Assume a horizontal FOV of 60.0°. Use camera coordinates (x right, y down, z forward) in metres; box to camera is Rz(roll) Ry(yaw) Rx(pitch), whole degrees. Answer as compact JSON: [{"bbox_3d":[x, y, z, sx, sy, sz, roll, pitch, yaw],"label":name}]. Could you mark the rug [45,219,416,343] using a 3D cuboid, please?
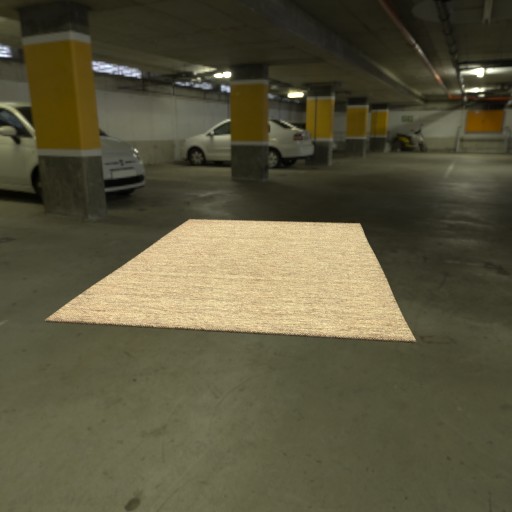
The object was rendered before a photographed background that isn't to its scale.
[{"bbox_3d":[0.000,0.000,2.895,1.547,0.013,2.283,2,16,7],"label":"rug"}]
